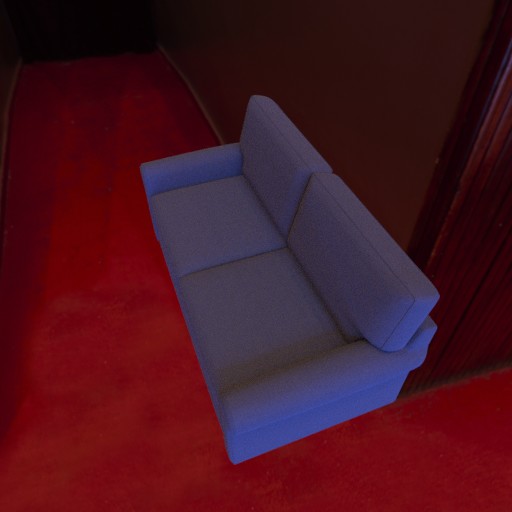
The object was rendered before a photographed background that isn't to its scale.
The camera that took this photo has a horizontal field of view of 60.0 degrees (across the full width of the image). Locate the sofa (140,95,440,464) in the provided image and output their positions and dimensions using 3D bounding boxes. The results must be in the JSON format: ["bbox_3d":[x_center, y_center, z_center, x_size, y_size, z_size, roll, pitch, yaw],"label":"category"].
[{"bbox_3d":[0.000,0.000,2.533,0.940,1.020,1.930,-15,48,-14],"label":"sofa"}]
